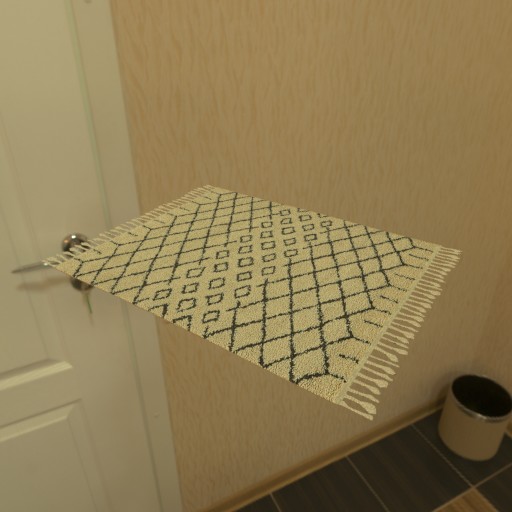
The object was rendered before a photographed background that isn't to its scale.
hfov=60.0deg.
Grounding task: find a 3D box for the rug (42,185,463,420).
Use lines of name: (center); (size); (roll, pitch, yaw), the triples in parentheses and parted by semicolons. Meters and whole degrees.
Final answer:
rug: (0.000, 0.000, 4.177); (3.213, 0.030, 2.388); (19, 35, 29)
